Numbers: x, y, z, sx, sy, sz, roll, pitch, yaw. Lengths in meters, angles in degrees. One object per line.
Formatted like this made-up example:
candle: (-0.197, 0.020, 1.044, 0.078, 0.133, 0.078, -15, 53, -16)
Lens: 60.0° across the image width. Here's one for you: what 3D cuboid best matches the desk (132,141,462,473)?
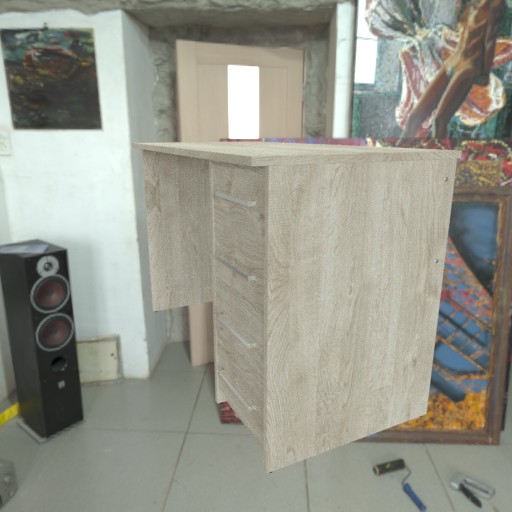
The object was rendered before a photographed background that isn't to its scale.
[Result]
desk: (0.000, 0.000, 1.512, 0.560, 0.730, 1.096, -8, 17, -25)
